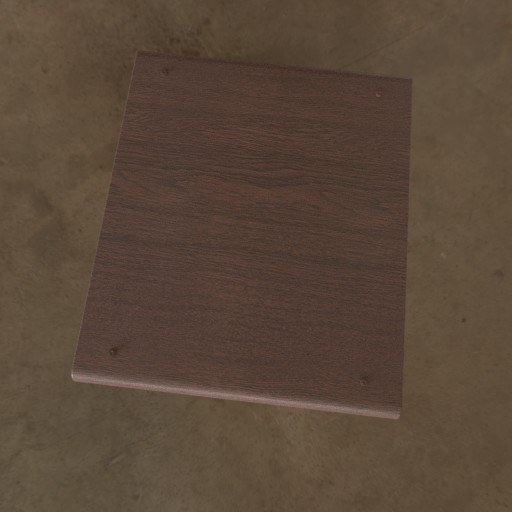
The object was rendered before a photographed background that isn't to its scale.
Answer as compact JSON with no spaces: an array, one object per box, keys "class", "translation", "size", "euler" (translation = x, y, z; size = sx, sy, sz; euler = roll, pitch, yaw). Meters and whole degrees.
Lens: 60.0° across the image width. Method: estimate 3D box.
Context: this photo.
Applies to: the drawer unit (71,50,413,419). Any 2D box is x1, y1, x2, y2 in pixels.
[{"class":"drawer unit","translation":[0.000,0.000,0.589],"size":[0.290,0.344,0.344],"euler":[6,76,2]}]
